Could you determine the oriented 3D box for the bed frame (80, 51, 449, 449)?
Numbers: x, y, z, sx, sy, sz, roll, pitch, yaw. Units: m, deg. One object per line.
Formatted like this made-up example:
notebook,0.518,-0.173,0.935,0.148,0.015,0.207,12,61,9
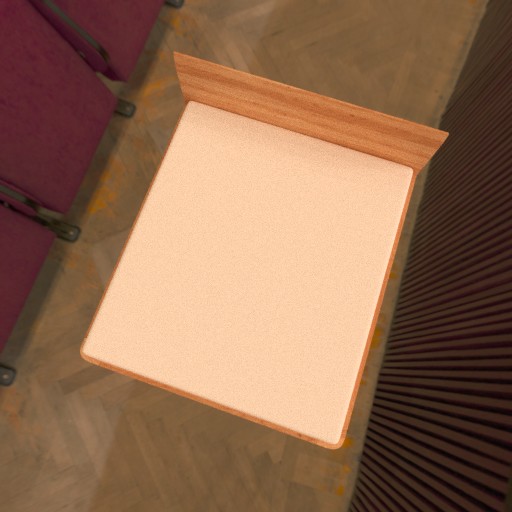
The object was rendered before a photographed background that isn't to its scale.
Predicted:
bed frame,0.000,0.000,3.093,1.872,0.940,2.092,18,76,5
